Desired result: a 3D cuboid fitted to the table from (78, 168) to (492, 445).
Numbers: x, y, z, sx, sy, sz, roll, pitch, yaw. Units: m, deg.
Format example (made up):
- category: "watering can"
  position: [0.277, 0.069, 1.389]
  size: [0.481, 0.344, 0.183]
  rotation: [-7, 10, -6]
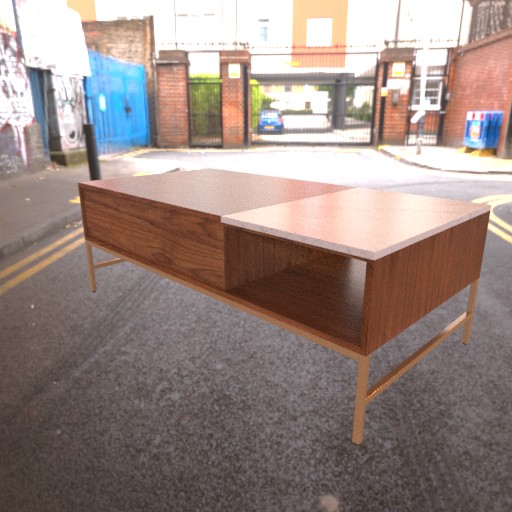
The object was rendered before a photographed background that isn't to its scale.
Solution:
- category: "table"
  position: [0.000, 0.000, 1.898]
  size: [1.553, 0.551, 0.789]
  rotation: [17, 24, 42]
